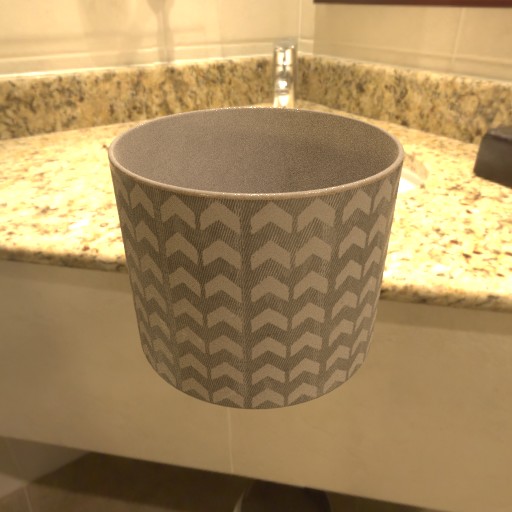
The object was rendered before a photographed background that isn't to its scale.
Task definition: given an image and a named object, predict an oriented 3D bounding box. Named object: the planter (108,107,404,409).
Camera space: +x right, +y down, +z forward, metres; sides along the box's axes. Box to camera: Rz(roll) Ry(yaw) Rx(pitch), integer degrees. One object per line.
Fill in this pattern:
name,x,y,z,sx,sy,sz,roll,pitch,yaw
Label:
planter,0.000,0.000,0.449,0.250,0.239,0.250,0,31,0
